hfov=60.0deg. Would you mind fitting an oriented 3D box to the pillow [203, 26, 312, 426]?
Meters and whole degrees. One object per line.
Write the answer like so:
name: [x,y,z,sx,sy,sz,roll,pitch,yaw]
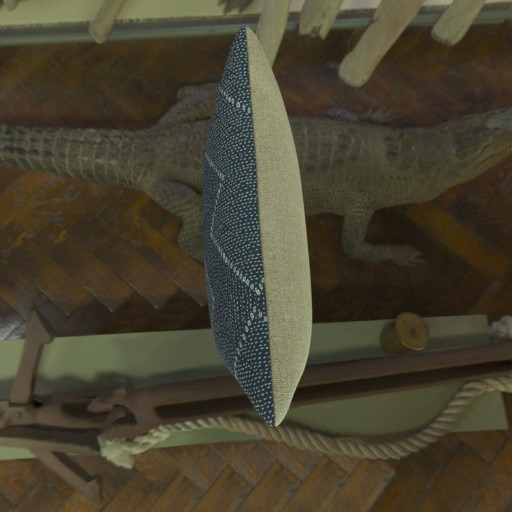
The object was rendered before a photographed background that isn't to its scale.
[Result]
pillow: [0.000,0.000,0.654,0.148,0.428,0.435,-4,75,-1]
